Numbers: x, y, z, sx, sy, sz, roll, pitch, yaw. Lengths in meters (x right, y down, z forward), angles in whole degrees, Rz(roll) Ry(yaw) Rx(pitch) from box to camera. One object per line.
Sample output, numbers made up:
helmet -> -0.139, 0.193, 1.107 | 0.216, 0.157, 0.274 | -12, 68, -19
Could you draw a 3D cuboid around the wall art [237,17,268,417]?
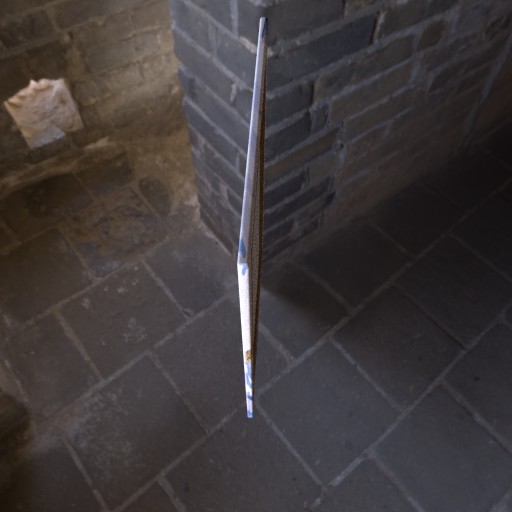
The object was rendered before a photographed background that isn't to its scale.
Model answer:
wall art -> 0.000, 0.000, 1.151 | 0.016, 0.914, 0.610 | 3, 58, 2
